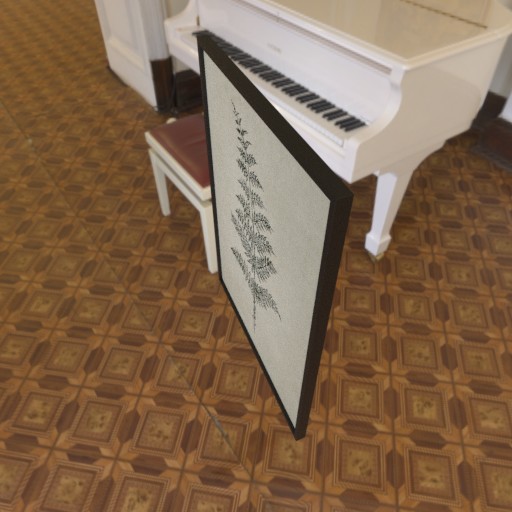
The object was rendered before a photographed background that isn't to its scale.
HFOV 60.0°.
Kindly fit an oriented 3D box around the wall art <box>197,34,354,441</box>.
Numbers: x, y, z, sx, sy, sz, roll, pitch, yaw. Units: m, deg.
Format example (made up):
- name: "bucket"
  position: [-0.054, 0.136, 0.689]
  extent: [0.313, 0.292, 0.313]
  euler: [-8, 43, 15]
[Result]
- name: "wall art"
  position: [0.000, 0.000, 1.410]
  extent: [0.036, 1.070, 0.802]
  euler: [-17, 49, -16]
